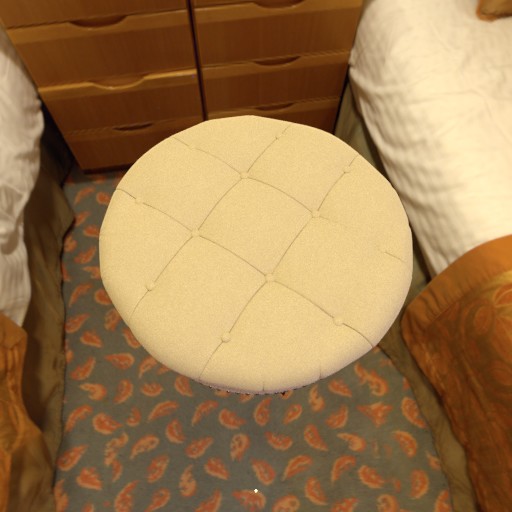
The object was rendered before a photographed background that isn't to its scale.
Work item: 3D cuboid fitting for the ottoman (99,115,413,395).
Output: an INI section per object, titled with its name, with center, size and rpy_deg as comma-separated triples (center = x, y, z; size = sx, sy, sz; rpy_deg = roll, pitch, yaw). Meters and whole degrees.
[ottoman]
center = 0.000, 0.000, 1.412
size = 0.901, 0.439, 0.901
rpy_deg = 0, 62, 0
